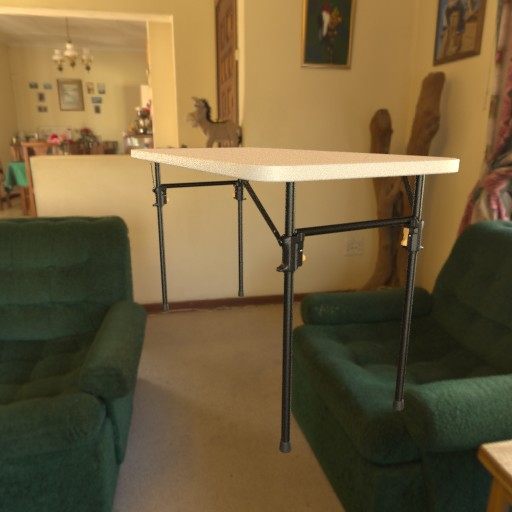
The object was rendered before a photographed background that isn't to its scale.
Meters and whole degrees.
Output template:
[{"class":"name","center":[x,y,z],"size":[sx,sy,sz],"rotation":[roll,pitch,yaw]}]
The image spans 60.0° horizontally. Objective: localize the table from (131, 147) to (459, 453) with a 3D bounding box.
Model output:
[{"class":"table","center":[0.000,0.000,1.604],"size":[0.610,0.729,1.219],"rotation":[-8,17,-27]}]
